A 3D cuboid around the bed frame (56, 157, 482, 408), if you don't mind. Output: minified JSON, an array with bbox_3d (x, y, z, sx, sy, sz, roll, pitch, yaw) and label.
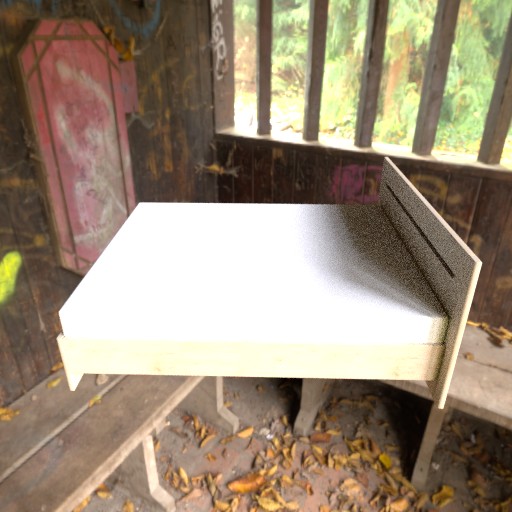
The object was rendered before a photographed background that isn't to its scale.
[{"bbox_3d":[0.000,0.000,3.018,2.080,0.900,1.800,1,27,1],"label":"bed frame"}]
